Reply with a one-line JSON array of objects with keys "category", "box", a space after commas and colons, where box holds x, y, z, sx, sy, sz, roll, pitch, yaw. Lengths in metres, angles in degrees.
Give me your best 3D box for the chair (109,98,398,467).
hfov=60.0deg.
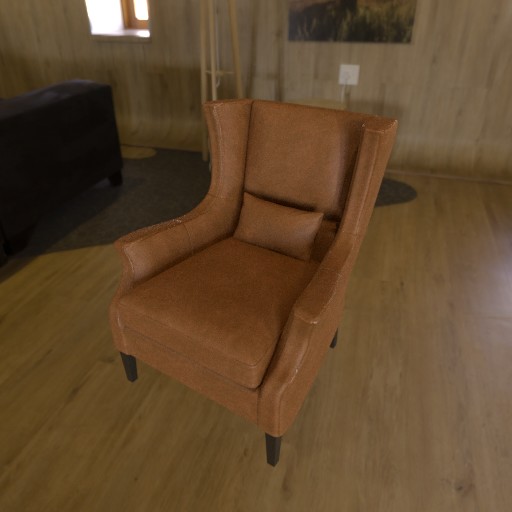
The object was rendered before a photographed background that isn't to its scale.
[{"category": "chair", "box": [0.000, 0.000, 1.728, 0.852, 1.016, 0.925, 19, 36, 28]}]
